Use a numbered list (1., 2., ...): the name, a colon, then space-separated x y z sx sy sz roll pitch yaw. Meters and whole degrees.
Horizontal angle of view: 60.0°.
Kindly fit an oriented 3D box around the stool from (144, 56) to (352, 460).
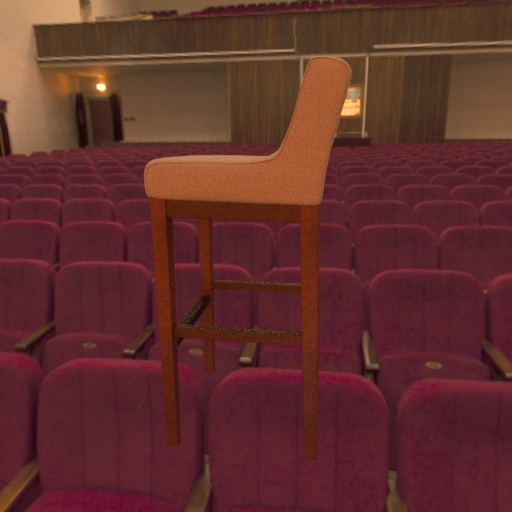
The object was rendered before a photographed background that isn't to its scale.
1. stool: 0.000 0.000 1.345 0.500 1.037 0.511 2 14 8
